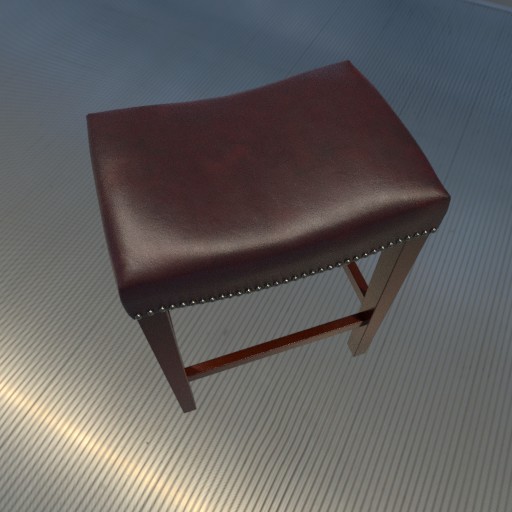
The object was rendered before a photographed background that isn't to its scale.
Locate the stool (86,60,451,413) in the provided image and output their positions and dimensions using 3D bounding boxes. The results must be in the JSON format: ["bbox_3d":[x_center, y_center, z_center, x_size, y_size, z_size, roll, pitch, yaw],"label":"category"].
[{"bbox_3d":[0.000,0.000,0.952,0.504,0.657,0.372,-16,59,-10],"label":"stool"}]
